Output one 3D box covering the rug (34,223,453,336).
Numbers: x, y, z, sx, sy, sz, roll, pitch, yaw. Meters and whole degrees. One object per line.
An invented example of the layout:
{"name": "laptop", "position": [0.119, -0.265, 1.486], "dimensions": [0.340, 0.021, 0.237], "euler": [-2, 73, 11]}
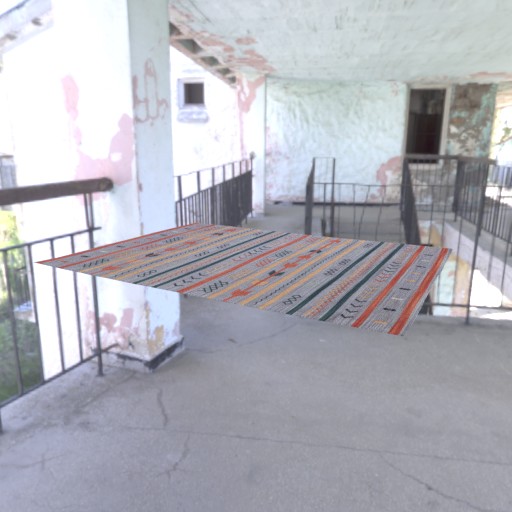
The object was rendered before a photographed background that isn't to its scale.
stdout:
{"name": "rug", "position": [0.000, 0.000, 3.962], "dimensions": [3.029, 0.022, 2.263], "euler": [8, 16, 28]}
